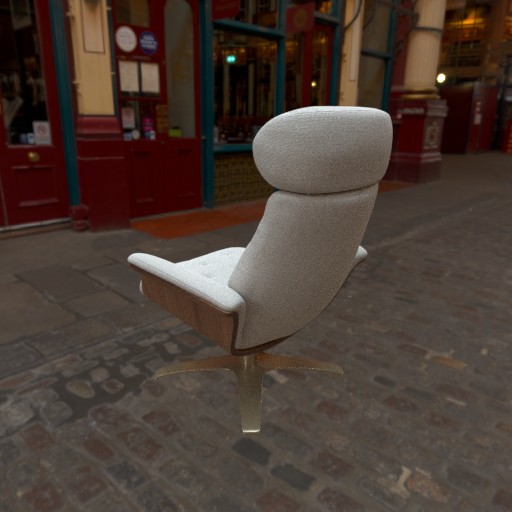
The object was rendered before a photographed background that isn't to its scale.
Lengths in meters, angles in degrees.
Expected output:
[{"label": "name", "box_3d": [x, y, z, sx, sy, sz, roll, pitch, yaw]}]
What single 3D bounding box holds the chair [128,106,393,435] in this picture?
[{"label": "chair", "box_3d": [0.000, 0.000, 1.574, 0.837, 0.995, 0.785, 16, 23, 41]}]
